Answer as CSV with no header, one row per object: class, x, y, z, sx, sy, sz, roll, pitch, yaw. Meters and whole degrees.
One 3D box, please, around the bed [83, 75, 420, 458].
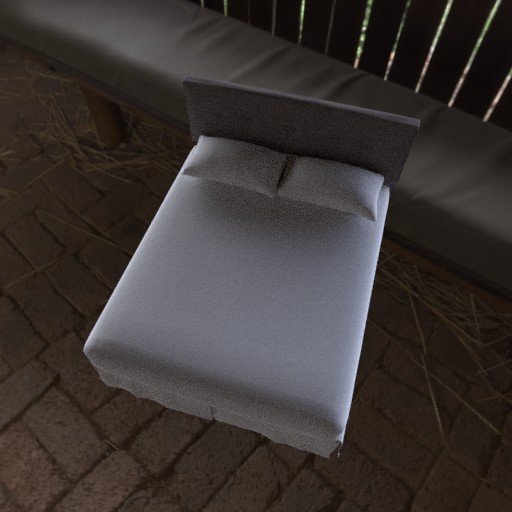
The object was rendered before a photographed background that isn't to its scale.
bed,0.000,0.000,2.841,1.610,1.089,1.894,14,58,9
